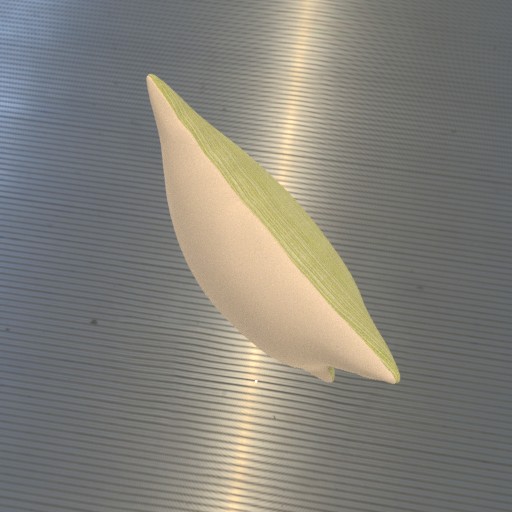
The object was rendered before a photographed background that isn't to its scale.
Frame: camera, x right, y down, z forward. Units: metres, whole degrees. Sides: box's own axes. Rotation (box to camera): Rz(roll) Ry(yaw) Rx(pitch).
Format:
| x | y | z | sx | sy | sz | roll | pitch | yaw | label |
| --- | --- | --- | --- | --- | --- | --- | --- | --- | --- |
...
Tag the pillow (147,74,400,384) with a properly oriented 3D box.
| x | y | z | sx | sy | sz | roll | pitch | yaw | label |
| --- | --- | --- | --- | --- | --- | --- | --- | --- | --- |
| 0.000 | 0.000 | 0.812 | 0.229 | 0.487 | 0.560 | -36 | 77 | -9 | pillow |
